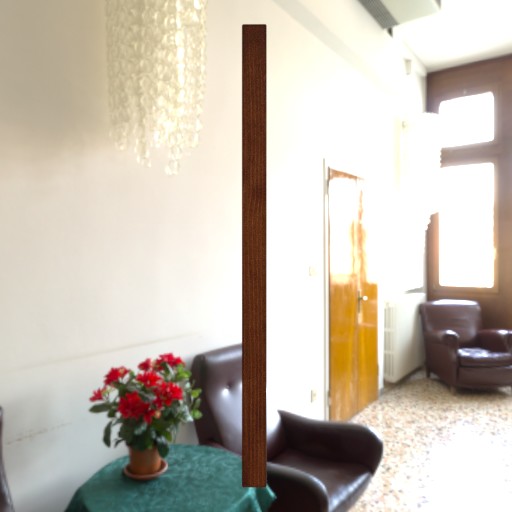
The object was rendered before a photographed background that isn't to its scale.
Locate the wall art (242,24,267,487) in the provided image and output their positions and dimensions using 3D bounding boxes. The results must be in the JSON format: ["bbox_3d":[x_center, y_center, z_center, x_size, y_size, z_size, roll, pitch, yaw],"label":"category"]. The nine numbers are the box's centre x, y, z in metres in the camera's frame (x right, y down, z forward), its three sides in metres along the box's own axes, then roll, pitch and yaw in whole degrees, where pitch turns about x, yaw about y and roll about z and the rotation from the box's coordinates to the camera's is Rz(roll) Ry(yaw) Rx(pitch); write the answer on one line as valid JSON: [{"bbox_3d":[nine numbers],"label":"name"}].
[{"bbox_3d":[0.000,0.000,0.763,0.030,0.558,0.462,0,0,1],"label":"wall art"}]
